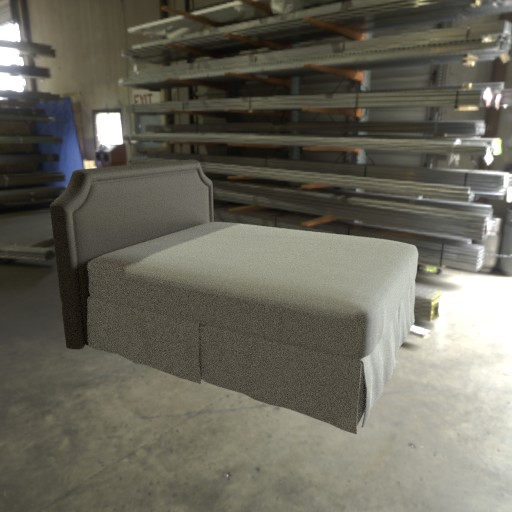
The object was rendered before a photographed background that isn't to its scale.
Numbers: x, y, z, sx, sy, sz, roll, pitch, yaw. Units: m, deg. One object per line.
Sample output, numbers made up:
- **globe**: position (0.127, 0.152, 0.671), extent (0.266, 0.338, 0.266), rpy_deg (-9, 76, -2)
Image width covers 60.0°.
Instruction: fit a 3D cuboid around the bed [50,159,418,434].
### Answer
- **bed**: position (0.000, 0.000, 3.333), extent (2.181, 1.297, 1.831), rpy_deg (8, 18, 27)
